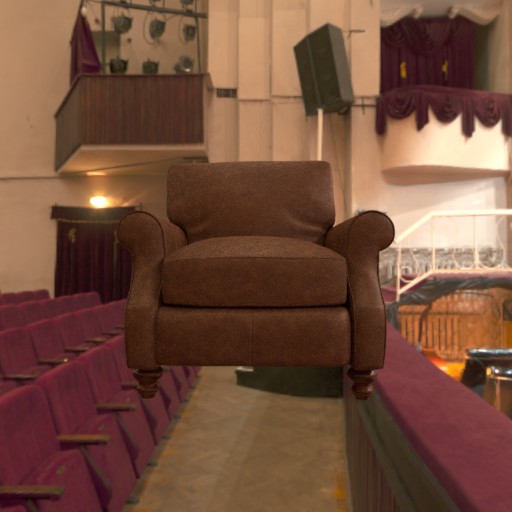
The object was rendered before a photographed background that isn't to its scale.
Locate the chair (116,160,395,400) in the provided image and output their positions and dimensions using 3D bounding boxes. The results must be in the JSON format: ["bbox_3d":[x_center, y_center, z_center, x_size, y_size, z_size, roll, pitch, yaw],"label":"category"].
[{"bbox_3d":[0.000,0.000,1.889,0.996,0.976,1.002,0,-1,0],"label":"chair"}]
